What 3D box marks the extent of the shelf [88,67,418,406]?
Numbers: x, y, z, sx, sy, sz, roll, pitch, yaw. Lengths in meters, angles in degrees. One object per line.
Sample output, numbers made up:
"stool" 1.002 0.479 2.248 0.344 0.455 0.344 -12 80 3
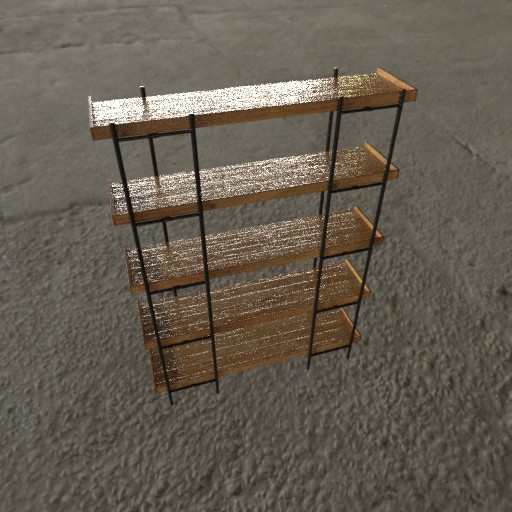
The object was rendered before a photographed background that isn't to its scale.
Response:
"shelf" 0.000 0.000 2.463 1.371 1.826 0.379 -11 41 -13
